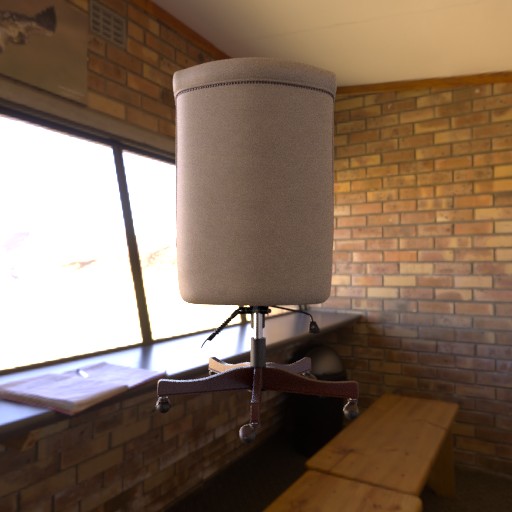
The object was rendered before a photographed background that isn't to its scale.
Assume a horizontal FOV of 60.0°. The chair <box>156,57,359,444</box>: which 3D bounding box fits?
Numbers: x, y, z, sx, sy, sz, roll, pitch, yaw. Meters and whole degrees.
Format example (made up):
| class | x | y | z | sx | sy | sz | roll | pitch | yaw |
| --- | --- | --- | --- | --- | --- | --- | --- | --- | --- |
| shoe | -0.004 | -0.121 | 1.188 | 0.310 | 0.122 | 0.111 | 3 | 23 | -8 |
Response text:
| class | x | y | z | sx | sy | sz | roll | pitch | yaw |
| --- | --- | --- | --- | --- | --- | --- | --- | --- | --- |
| chair | 0.000 | 0.000 | 1.452 | 0.645 | 1.010 | 0.696 | 0 | -1 | 0 |
